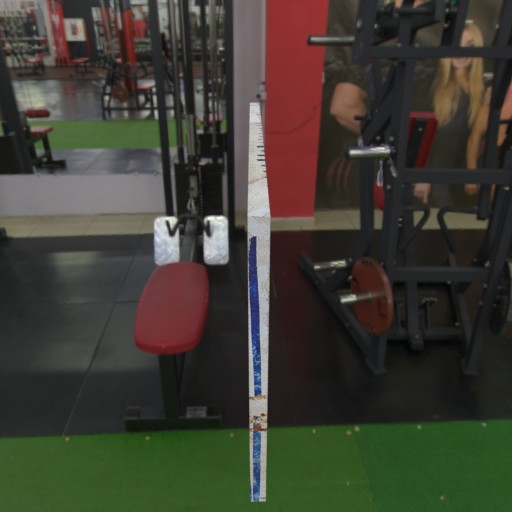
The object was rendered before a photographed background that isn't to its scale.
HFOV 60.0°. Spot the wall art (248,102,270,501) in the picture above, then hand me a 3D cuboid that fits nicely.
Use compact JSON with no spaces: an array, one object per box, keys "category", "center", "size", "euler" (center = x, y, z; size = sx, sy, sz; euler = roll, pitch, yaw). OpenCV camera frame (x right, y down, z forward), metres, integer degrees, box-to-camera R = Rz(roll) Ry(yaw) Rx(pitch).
[{"category":"wall art","center":[0.000,0.000,1.414],"size":[0.038,0.757,1.143],"euler":[0,28,0]}]
